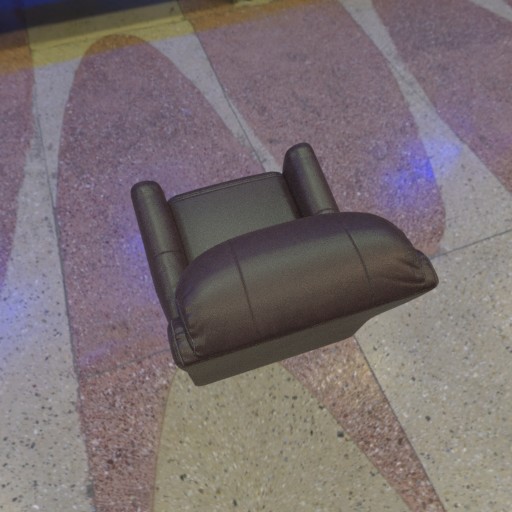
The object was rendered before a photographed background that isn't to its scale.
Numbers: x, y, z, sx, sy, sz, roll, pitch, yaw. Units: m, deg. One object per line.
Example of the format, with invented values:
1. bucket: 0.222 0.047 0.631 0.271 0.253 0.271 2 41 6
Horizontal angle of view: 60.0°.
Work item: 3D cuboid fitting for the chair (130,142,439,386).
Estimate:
1. chair: 0.000 0.000 1.769 0.838 1.054 1.014 -16 60 -10
